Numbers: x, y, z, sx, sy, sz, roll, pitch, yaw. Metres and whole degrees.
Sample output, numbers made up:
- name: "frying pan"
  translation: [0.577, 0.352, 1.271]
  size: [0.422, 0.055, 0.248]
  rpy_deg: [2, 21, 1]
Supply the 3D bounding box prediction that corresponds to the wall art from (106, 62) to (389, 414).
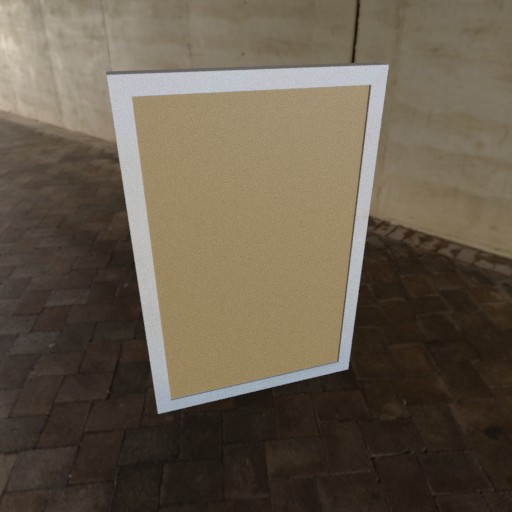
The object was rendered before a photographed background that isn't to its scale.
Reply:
- name: "wall art"
  translation: [0.000, 0.000, 0.777]
  size: [0.408, 0.611, 0.038]
  rpy_deg: [-9, 30, -15]
